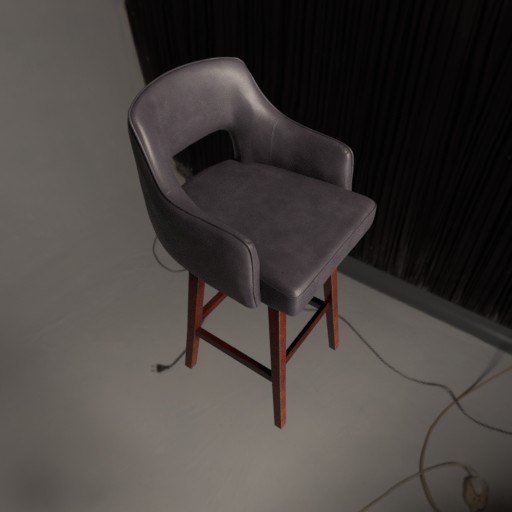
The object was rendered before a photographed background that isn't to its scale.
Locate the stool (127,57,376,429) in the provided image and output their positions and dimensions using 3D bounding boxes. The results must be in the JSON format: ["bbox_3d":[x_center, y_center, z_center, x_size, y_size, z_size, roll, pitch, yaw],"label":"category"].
[{"bbox_3d":[0.000,0.000,1.396,0.560,1.041,0.550,26,49,25],"label":"stool"}]
